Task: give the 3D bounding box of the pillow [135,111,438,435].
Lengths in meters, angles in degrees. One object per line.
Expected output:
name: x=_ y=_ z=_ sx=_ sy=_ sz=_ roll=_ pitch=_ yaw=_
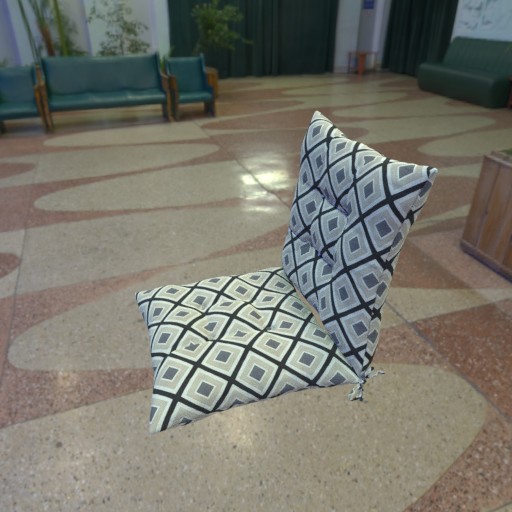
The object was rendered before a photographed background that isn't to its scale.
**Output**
pillow: x=0.000 y=0.000 z=1.034 sx=0.585 sy=0.536 sz=0.541 roll=-9 pitch=31 yaw=-15
